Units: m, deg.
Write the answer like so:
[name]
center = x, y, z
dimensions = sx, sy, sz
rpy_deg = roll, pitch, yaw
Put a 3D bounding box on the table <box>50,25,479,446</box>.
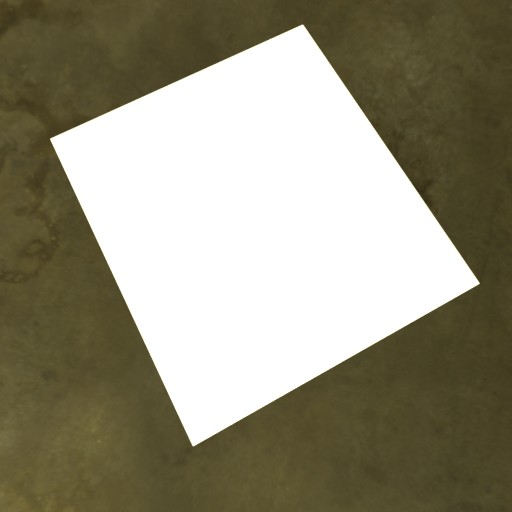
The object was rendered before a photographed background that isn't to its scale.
[table]
center = 0.000, 0.000, 0.771
dimensions = 0.380, 0.460, 0.420
rpy_deg = -27, 77, -7
